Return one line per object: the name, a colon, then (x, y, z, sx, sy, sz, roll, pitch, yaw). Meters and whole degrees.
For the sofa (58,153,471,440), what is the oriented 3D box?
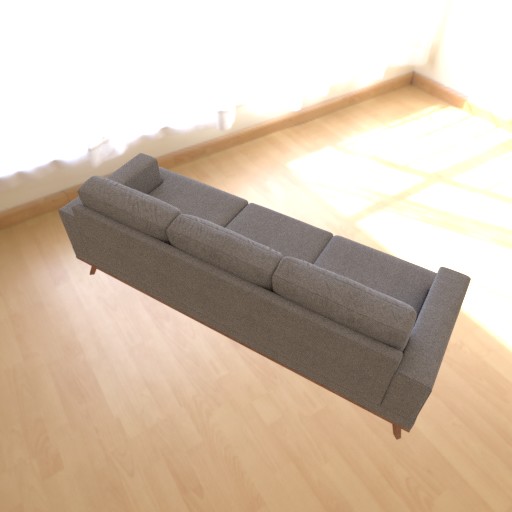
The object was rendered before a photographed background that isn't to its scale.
sofa: (0.000, 0.000, 2.683, 2.310, 0.810, 0.920, 23, 50, 21)
